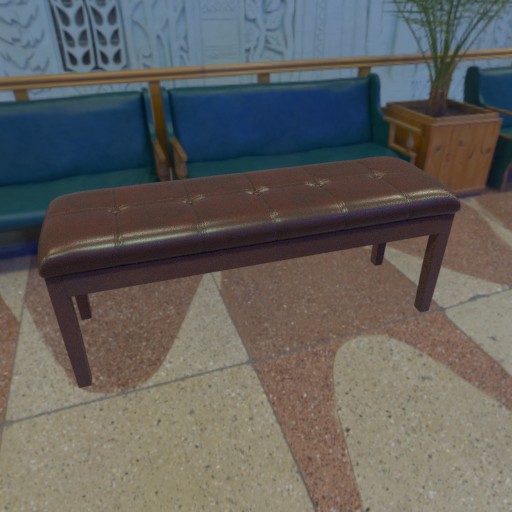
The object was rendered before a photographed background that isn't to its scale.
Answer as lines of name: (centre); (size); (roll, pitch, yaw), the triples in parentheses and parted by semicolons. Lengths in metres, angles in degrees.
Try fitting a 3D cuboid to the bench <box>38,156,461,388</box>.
bench: (0.000, 0.000, 1.504); (1.259, 0.491, 0.401); (-9, 33, -15)
